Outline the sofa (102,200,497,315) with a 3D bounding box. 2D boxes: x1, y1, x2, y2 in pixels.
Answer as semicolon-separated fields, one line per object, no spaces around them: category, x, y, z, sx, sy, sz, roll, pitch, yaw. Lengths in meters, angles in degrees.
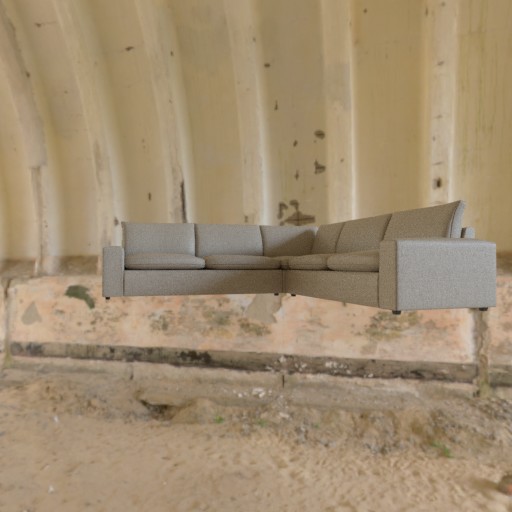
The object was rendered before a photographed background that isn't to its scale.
sofa;0.000;0.000;3.972;2.622;0.800;2.742;0;-1;-18
